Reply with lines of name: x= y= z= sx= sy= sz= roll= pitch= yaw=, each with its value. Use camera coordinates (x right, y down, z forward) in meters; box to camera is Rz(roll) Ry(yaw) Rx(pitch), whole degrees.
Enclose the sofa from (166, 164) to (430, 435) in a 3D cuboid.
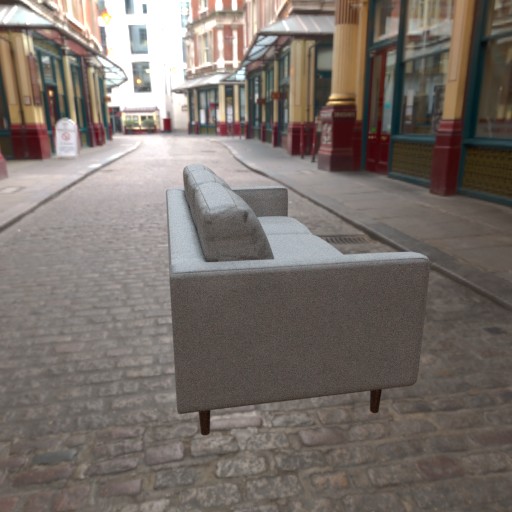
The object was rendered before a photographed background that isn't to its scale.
sofa: x=0.000 y=0.000 z=2.459 sx=0.944 sy=0.918 sz=1.983 roll=-3 pitch=16 yaw=-11
